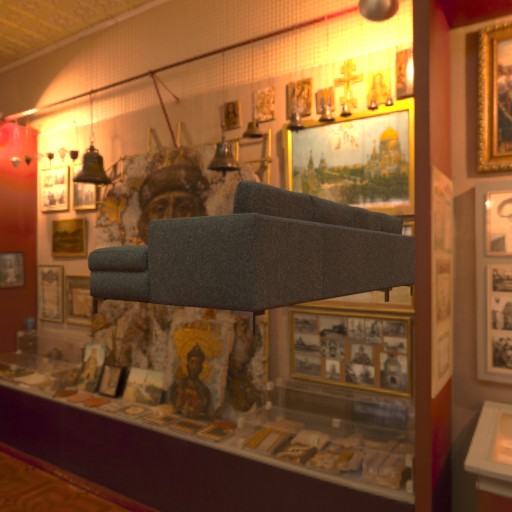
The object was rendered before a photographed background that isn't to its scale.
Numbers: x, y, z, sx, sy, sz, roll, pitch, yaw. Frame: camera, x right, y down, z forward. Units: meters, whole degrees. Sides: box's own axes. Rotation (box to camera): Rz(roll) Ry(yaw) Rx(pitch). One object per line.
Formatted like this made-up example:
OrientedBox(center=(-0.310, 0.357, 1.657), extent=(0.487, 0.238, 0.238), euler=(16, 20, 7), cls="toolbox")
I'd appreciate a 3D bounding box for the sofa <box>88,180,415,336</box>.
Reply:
OrientedBox(center=(0.000, 0.000, 3.957), extent=(2.007, 0.813, 2.956), euler=(0, 0, 35), cls="sofa")
